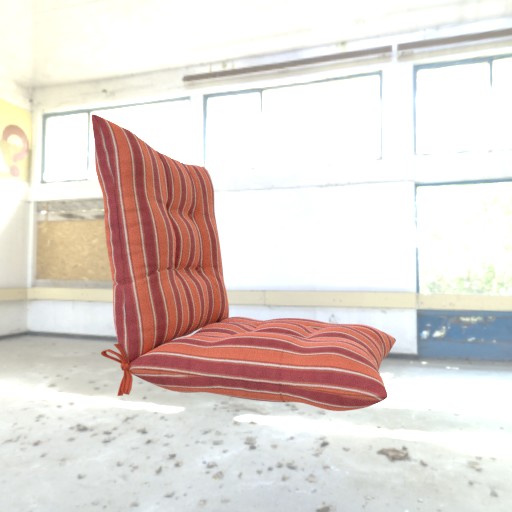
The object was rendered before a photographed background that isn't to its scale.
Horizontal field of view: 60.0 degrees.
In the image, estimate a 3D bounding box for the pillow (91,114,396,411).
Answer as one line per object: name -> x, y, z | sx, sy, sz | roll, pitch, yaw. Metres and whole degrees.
pillow -> 0.000, 0.000, 0.988 | 0.585, 0.536, 0.541 | 0, -1, 18
